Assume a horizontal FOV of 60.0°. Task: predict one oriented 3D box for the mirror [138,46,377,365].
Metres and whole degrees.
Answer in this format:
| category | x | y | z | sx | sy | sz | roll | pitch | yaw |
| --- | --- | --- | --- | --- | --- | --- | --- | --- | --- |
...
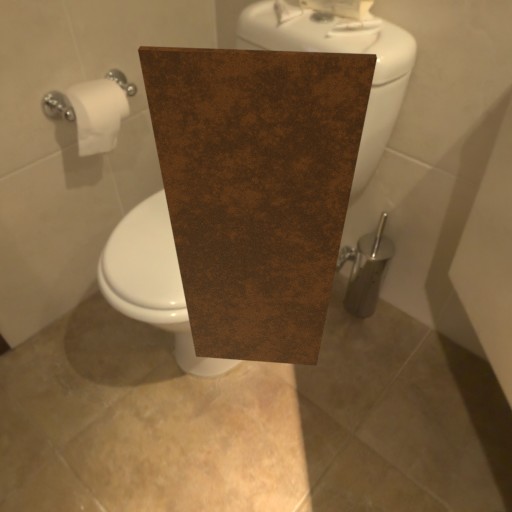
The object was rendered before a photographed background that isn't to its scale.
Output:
| category | x | y | z | sx | sy | sz | roll | pitch | yaw |
| --- | --- | --- | --- | --- | --- | --- | --- | --- | --- |
| mirror | 0.000 | 0.000 | 2.251 | 0.812 | 2.031 | 0.032 | 3 | 47 | 3 |
